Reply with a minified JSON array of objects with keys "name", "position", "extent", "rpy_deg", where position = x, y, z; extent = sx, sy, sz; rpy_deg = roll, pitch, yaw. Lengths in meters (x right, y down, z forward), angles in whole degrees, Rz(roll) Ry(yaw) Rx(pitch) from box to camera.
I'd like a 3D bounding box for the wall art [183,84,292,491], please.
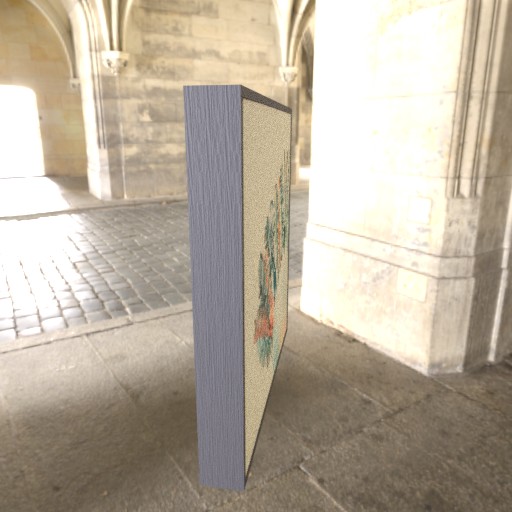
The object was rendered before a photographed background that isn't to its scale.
[{"name":"wall art","position":[0.000,0.000,0.455],"extent":[0.036,0.300,0.302],"rpy_deg":[3,16,10]}]
